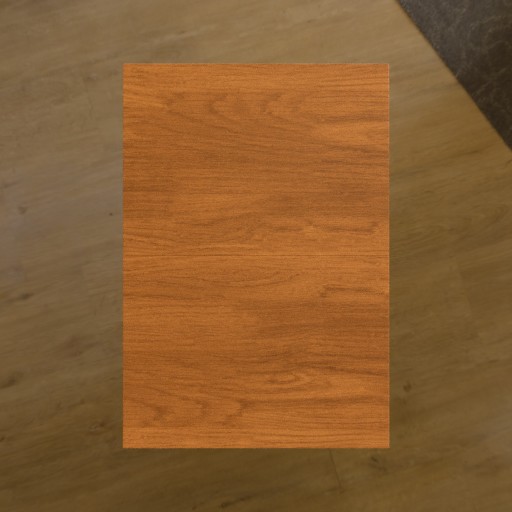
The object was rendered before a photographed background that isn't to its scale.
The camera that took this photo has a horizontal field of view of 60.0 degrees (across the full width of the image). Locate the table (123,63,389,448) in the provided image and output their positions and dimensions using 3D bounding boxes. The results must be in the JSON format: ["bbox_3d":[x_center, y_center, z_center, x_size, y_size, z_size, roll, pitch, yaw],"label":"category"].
[{"bbox_3d":[0.000,0.000,1.882,0.900,0.770,1.300,0,90,0],"label":"table"}]
